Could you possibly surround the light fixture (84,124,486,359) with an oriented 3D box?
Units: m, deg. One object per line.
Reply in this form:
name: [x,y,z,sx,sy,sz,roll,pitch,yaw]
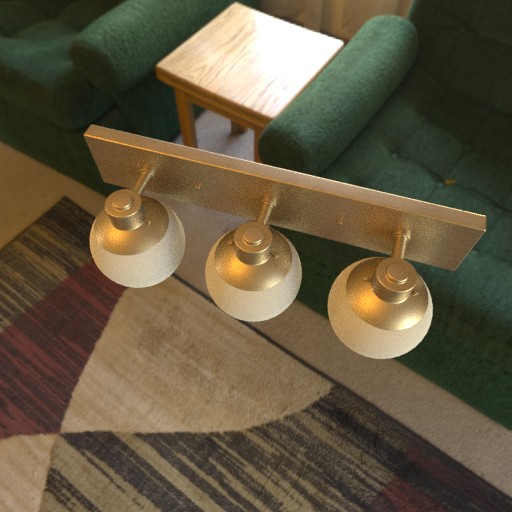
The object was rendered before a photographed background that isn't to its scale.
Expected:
light fixture: [0.000,0.000,0.836,0.721,0.263,0.218,15,59,9]
